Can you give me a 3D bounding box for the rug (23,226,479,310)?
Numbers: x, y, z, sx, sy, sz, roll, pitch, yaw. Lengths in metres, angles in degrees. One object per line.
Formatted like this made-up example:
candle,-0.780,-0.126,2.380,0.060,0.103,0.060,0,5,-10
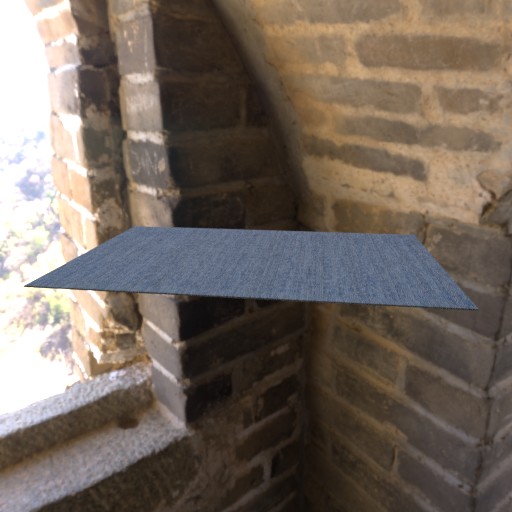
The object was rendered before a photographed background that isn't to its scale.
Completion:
rug,0.000,0.000,2.229,1.752,0.006,1.142,2,16,8
